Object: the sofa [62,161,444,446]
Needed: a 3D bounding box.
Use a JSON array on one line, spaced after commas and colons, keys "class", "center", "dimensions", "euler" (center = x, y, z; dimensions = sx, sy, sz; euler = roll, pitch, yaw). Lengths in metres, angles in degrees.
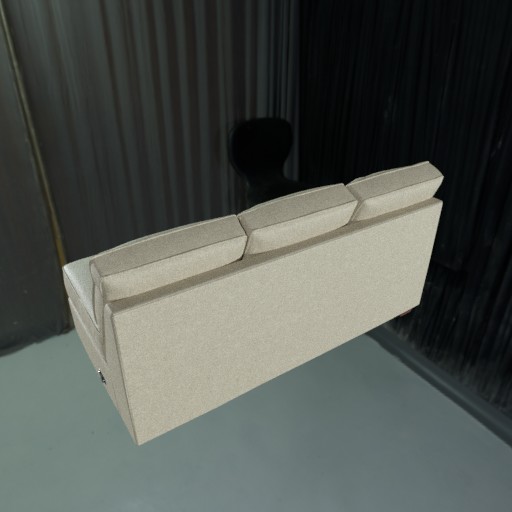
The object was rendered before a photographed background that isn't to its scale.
[{"class": "sofa", "center": [0.000, 0.000, 2.560], "dimensions": [1.962, 0.973, 1.027], "euler": [-18, 34, -29]}]
